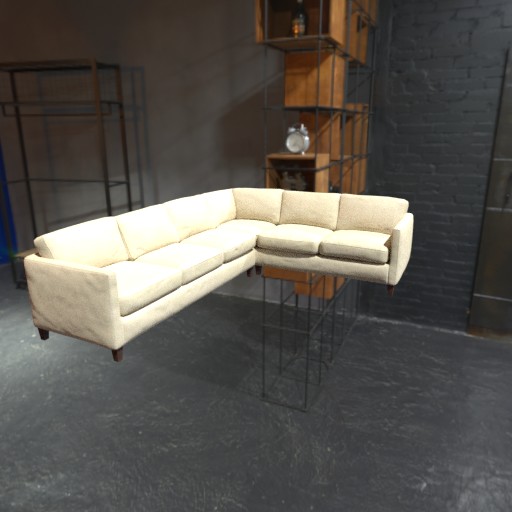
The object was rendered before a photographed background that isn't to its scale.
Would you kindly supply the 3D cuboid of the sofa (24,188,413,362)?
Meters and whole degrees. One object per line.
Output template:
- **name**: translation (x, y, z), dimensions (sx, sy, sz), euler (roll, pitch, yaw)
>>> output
- **sofa**: translation (0.000, 0.000, 4.429), dimensions (2.593, 0.947, 3.302), euler (8, 18, 25)
